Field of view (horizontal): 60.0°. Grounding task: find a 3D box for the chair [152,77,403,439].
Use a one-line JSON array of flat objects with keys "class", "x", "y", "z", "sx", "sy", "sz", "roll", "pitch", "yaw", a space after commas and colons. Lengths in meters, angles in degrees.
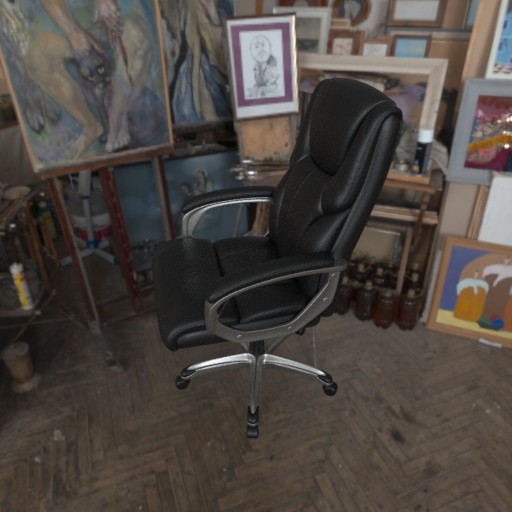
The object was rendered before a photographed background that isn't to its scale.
[{"class": "chair", "x": 0.000, "y": 0.000, "z": 1.591, "sx": 0.739, "sy": 1.155, "sz": 0.663, "roll": -8, "pitch": 32, "yaw": -13}]
